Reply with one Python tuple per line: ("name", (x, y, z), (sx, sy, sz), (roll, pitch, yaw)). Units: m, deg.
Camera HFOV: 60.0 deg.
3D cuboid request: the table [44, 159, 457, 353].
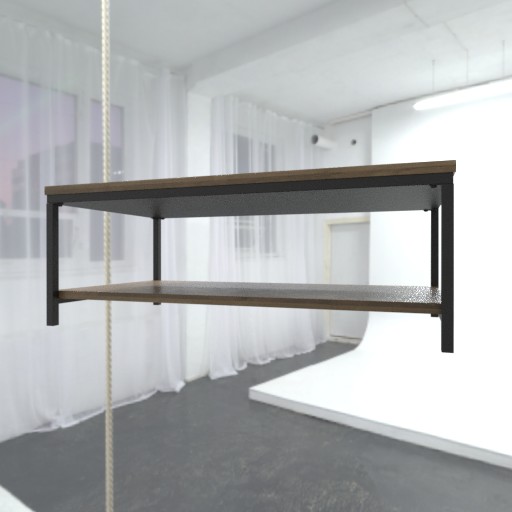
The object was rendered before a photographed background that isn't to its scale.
("table", (0.000, 0.000, 1.344), (1.062, 0.393, 0.574), (0, 0, 19))
